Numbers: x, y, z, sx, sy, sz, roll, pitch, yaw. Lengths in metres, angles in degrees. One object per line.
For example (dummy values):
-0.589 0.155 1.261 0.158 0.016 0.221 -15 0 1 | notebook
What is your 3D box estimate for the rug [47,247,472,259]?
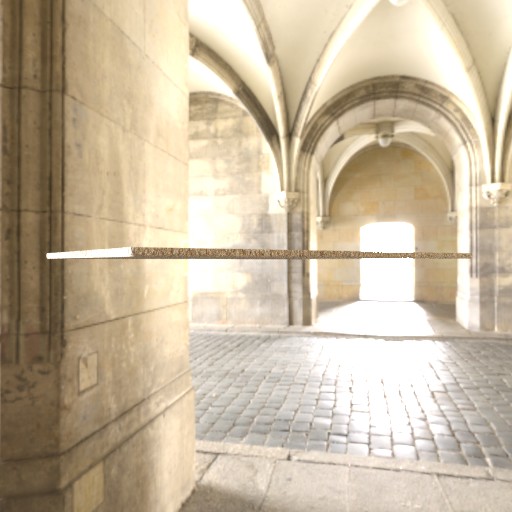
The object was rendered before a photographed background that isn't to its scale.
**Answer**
0.000 0.000 2.065 1.600 0.025 1.199 0 -1 -35 | rug
